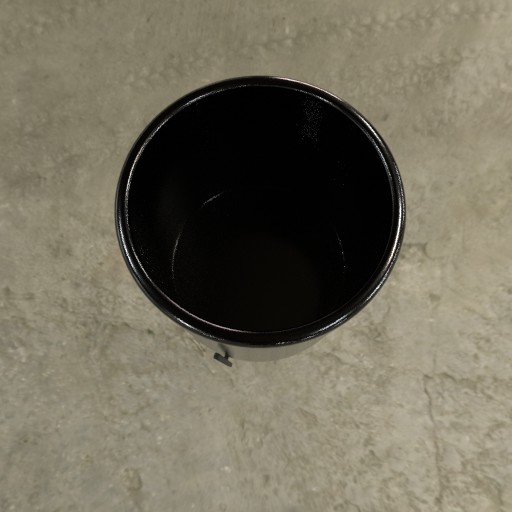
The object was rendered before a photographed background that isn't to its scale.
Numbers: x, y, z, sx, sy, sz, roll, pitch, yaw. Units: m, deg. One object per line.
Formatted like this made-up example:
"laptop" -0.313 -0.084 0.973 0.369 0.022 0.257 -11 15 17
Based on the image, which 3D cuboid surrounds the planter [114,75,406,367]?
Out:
"planter" 0.000 0.000 0.659 0.310 0.432 0.310 33 77 9
